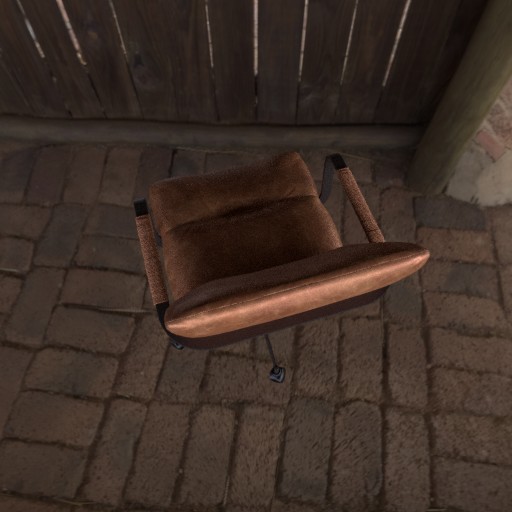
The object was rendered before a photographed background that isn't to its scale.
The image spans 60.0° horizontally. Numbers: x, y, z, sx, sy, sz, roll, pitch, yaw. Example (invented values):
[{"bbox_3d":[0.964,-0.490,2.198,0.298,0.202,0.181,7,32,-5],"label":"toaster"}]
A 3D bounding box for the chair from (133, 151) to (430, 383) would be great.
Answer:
[{"bbox_3d":[0.000,0.000,1.448,0.727,0.922,0.754,-15,60,-9],"label":"chair"}]
